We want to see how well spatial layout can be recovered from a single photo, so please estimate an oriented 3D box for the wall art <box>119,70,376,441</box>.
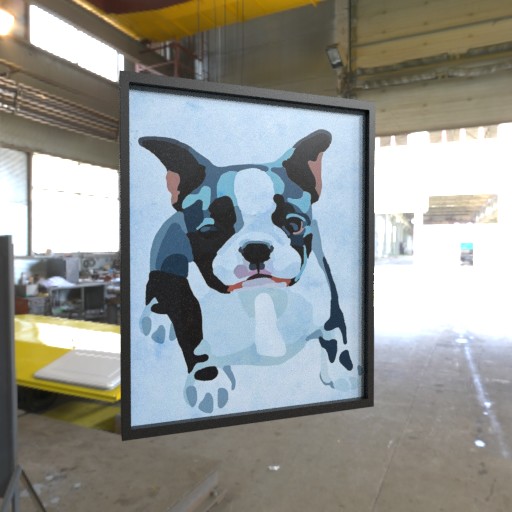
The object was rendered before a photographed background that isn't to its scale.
[{"bbox_3d":[0.000,0.000,0.502,0.294,0.369,0.030,0,1,-19],"label":"wall art"}]
